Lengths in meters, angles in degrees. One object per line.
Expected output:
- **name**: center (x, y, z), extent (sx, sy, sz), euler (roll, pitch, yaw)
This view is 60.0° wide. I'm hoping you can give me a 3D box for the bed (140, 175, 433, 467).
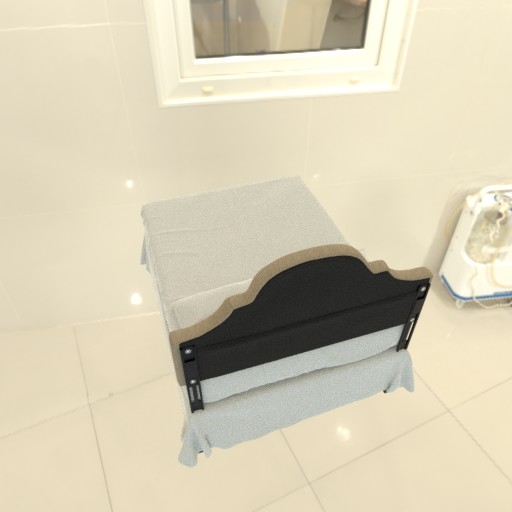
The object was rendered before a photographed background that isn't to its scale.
- **bed**: center (0.000, 0.000, 3.428), extent (1.780, 1.634, 2.222), euler (-12, 43, -14)
